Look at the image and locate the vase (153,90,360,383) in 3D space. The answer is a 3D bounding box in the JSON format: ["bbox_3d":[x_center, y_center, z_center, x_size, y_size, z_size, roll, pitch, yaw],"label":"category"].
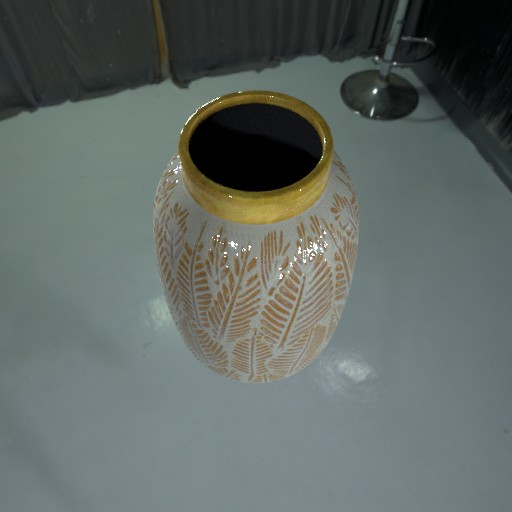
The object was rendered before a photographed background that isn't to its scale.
[{"bbox_3d":[0.000,0.000,0.388,0.172,0.270,0.172,0,58,0],"label":"vase"}]
